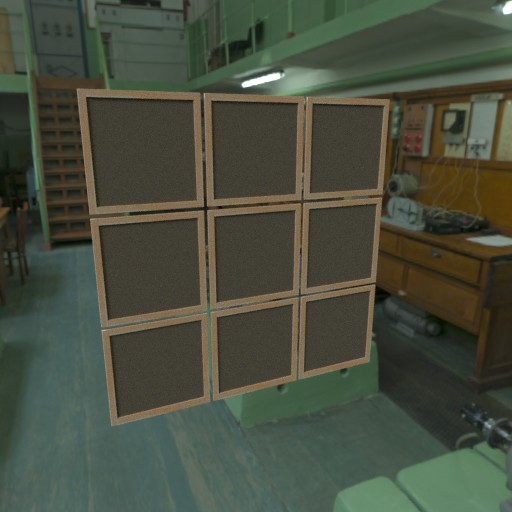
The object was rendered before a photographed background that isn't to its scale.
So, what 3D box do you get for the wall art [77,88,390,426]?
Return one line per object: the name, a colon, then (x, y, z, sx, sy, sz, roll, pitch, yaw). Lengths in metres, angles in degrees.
wall art: (0.000, 0.000, 1.779, 1.216, 1.218, 0.013, -7, 17, -23)
